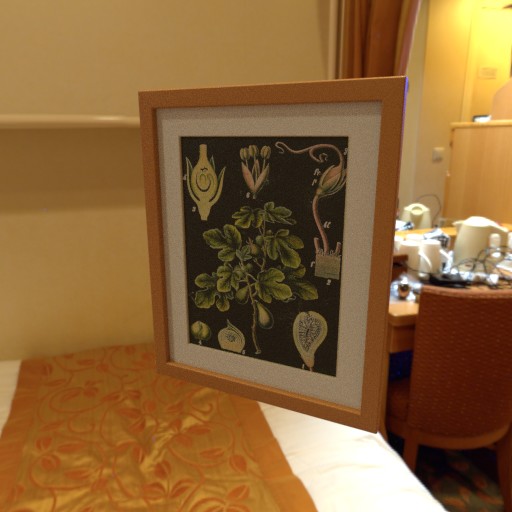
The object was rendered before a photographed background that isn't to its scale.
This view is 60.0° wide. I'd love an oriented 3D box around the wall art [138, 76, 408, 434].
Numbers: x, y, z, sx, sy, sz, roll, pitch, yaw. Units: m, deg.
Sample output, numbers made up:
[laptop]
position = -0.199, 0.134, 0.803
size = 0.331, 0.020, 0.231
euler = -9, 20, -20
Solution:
[wall art]
position = 0.000, 0.000, 0.523
size = 0.310, 0.379, 0.015
euler = 7, 17, 25
